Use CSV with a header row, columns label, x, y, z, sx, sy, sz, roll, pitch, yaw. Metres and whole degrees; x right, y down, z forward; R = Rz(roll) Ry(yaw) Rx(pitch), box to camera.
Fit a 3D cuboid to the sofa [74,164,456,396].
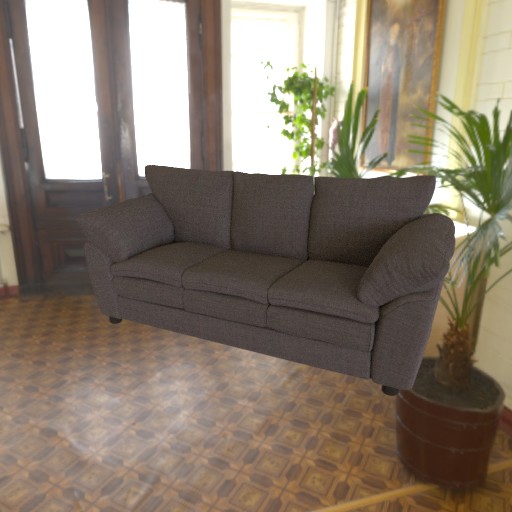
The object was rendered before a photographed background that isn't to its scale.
label,x,y,z,sx,sy,sz,roll,pitch,yaw
sofa,0.000,0.000,2.876,2.336,1.080,0.883,8,18,26
